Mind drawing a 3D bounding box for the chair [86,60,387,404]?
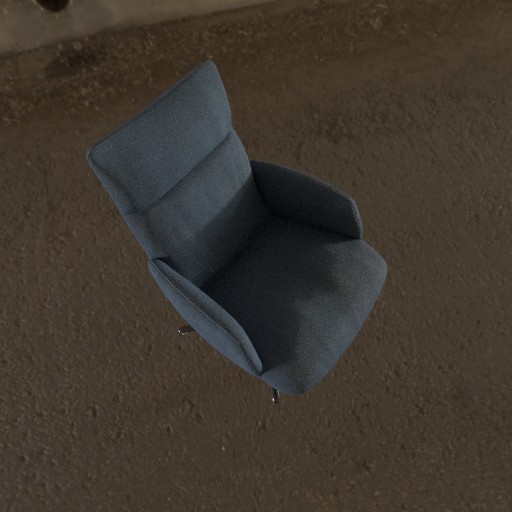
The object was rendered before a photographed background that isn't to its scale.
[{"bbox_3d":[0.000,0.000,1.627,0.889,1.016,0.711,32,63,18],"label":"chair"}]
